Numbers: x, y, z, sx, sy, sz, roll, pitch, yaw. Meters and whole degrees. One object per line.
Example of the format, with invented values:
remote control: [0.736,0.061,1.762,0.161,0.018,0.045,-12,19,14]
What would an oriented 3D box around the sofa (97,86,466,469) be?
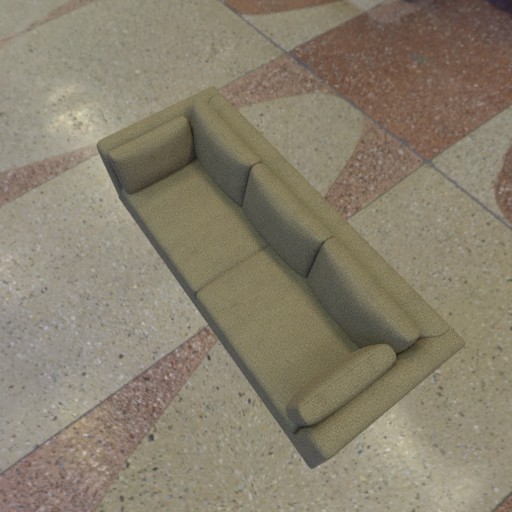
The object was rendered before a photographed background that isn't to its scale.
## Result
sofa: [0.000,0.000,2.914,0.969,0.867,2.415,-32,66,-17]
